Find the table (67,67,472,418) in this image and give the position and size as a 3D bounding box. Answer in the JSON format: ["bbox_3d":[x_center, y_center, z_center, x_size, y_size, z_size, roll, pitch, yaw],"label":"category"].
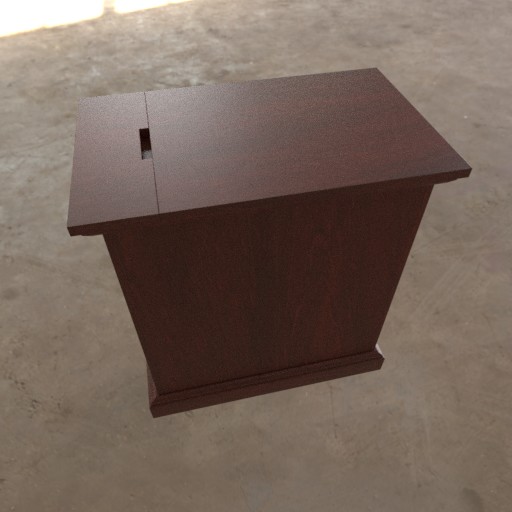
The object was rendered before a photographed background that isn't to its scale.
[{"bbox_3d":[0.000,0.000,0.960,0.584,0.612,0.356,-9,47,-9],"label":"table"}]
